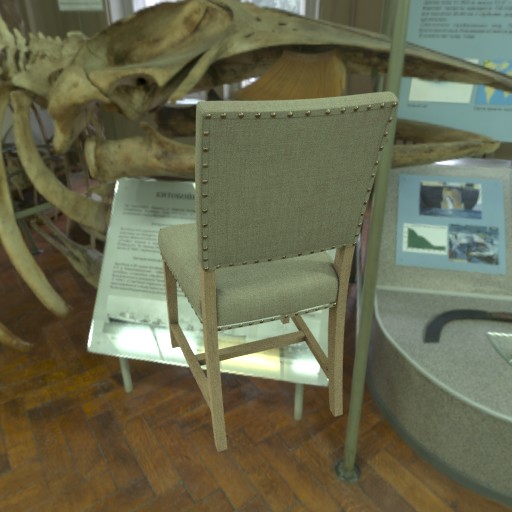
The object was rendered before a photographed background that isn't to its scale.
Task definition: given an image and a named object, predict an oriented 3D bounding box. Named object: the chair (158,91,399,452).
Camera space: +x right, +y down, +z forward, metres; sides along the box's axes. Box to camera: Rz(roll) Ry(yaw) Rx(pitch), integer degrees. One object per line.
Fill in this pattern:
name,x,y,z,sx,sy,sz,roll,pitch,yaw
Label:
chair,0.000,0.000,1.345,0.508,0.986,0.622,-9,29,-18
